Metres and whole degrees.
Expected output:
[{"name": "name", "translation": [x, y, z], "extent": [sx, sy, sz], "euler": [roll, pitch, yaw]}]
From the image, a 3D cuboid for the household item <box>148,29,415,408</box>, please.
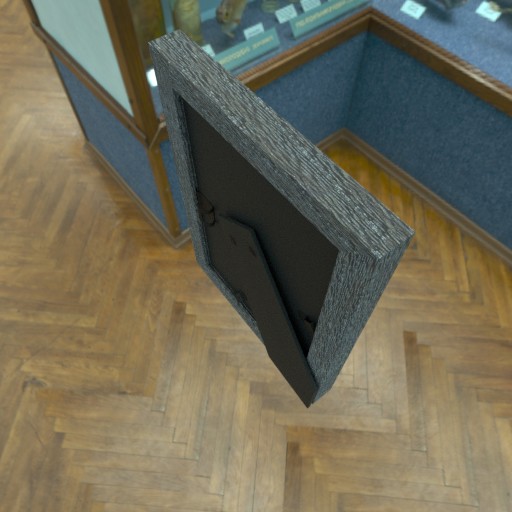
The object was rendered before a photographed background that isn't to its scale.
[{"name": "household item", "translation": [0.000, 0.000, 0.236], "extent": [0.020, 0.180, 0.133], "euler": [-33, 64, -19]}]
